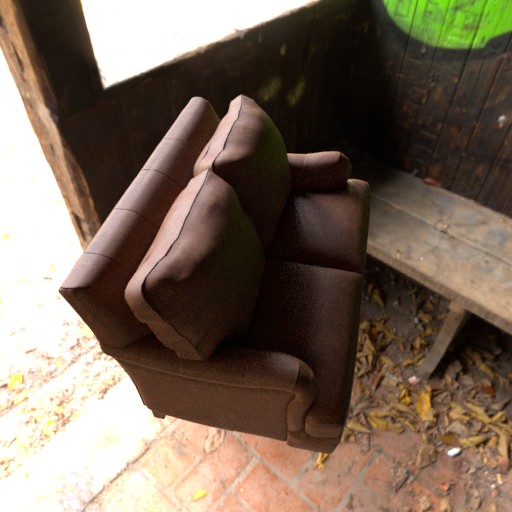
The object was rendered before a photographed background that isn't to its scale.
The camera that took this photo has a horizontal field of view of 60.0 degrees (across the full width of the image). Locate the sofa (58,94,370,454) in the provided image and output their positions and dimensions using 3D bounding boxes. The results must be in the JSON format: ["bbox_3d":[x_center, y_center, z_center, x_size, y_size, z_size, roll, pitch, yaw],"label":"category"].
[{"bbox_3d":[0.000,0.000,2.193,1.077,1.004,1.527,10,47,9],"label":"sofa"}]
